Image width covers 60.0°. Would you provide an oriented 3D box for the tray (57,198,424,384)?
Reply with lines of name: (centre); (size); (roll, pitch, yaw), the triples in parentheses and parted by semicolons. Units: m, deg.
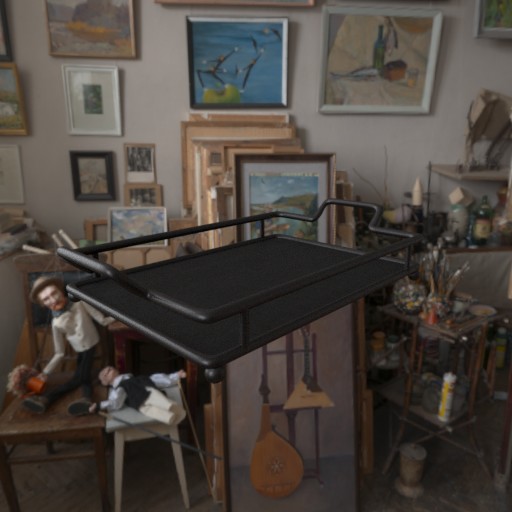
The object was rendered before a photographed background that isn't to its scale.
tray: (0.000, 0.000, 0.613); (0.297, 0.101, 0.495); (15, 21, 42)
